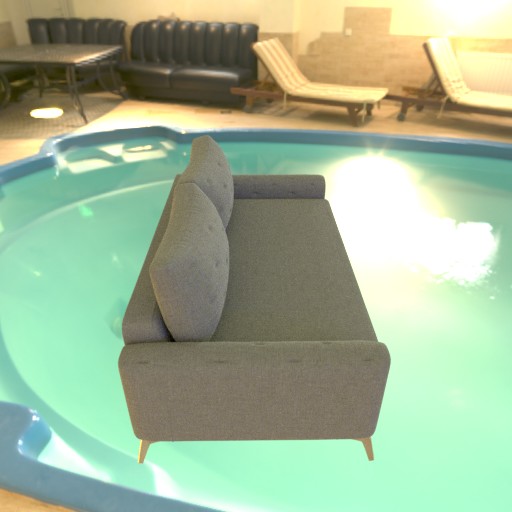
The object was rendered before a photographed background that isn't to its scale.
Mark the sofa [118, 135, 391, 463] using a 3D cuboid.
[{"bbox_3d":[0.000,0.000,2.135,0.920,0.790,1.650,0,32,-1],"label":"sofa"}]
